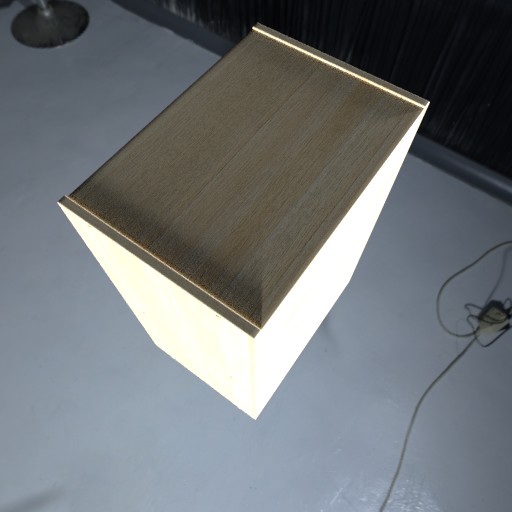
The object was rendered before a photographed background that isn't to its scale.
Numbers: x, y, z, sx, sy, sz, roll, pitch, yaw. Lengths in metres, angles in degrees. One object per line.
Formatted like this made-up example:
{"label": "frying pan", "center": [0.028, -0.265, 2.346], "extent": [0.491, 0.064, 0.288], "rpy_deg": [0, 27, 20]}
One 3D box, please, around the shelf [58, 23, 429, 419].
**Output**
{"label": "shelf", "center": [0.000, 0.000, 0.828], "extent": [0.290, 0.592, 0.414], "rpy_deg": [32, 67, 16]}
